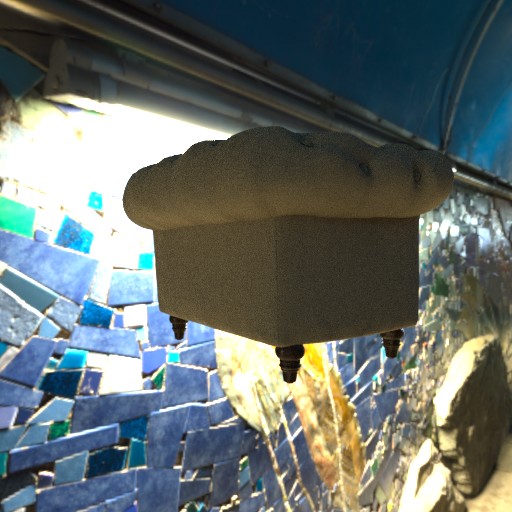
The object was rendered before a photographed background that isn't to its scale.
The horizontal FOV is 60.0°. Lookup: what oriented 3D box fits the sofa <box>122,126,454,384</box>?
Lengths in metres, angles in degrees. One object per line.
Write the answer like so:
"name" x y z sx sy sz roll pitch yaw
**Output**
"sofa" 0.000 0.000 2.028 1.034 0.878 1.405 -1 1 -35
